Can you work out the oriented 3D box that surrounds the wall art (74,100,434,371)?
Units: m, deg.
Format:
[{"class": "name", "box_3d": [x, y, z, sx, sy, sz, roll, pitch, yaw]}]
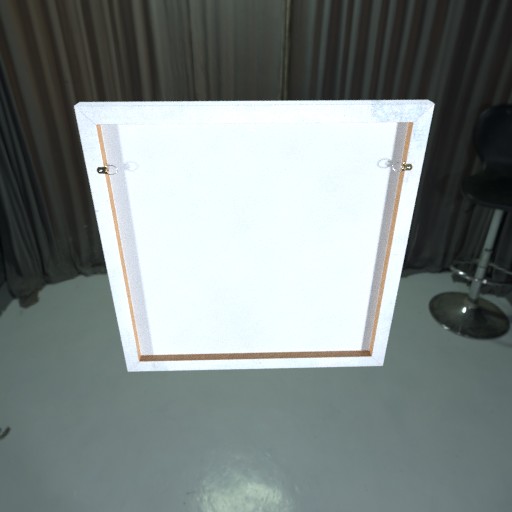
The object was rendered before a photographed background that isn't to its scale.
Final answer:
[{"class": "wall art", "box_3d": [0.000, 0.000, 1.142, 0.762, 0.762, 0.041, -1, 31, -2]}]
